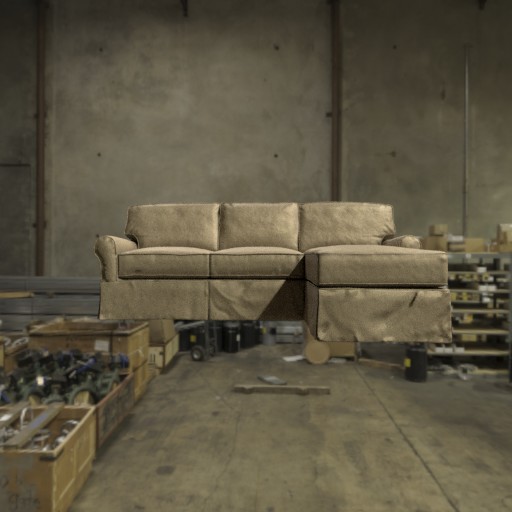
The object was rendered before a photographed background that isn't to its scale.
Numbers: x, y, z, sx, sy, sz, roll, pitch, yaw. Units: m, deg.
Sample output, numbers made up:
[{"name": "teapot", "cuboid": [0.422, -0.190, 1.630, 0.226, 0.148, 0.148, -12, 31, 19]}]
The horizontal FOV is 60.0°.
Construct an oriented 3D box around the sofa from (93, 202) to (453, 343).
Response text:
[{"name": "sofa", "cuboid": [0.000, 0.000, 3.324, 2.475, 0.978, 1.733, 0, 0, 2]}]
